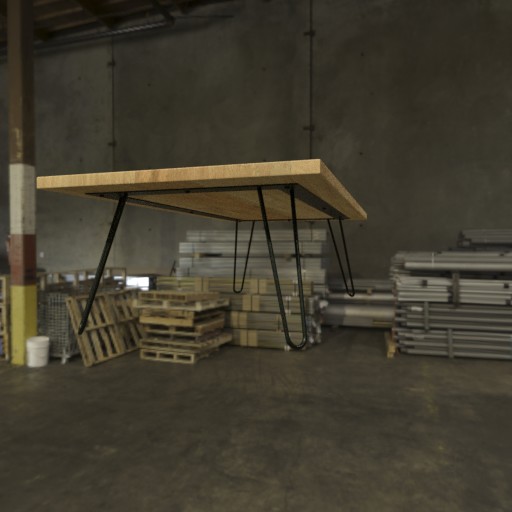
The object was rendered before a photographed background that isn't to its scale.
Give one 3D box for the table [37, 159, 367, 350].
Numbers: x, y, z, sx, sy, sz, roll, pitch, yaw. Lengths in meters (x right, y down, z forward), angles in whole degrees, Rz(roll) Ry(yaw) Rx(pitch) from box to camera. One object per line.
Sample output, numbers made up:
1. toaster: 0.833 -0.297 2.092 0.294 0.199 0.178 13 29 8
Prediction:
1. table: 0.000 0.000 1.624 0.699 0.400 1.348 0 1 18
